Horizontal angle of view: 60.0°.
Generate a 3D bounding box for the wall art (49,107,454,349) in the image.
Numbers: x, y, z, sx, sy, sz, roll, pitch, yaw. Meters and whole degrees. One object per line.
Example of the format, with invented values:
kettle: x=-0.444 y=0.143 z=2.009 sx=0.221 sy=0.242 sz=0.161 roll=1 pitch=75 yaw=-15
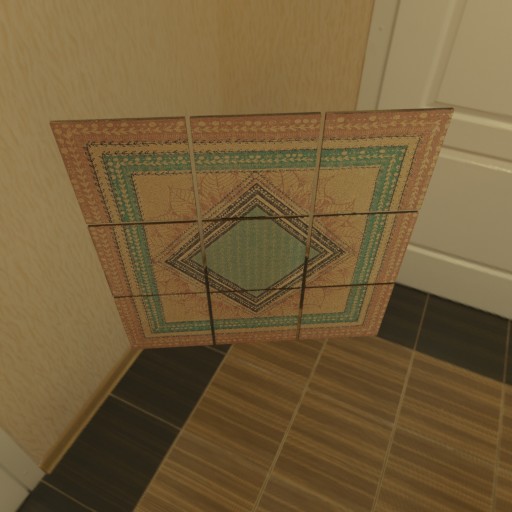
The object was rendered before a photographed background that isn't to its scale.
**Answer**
wall art: x=0.000 y=0.000 z=1.765 sx=1.215 sy=1.213 sz=0.013 roll=-3 pitch=46 yaw=-3
